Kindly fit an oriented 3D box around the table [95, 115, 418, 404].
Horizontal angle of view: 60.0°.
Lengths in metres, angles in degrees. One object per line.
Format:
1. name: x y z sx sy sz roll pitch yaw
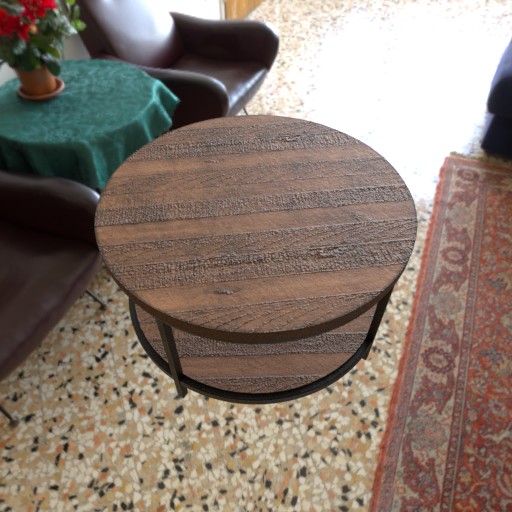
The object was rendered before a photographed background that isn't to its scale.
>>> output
1. table: 0.000 0.000 1.353 0.837 0.462 0.837 0 48 0
